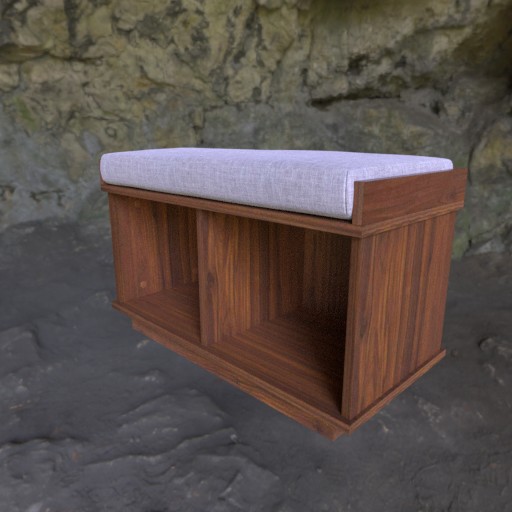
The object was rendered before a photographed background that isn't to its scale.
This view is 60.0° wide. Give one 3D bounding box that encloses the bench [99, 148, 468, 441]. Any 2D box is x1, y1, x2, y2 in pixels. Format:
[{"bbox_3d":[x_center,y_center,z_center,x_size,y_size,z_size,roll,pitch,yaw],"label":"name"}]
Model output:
[{"bbox_3d":[0.000,0.000,0.989,0.734,0.461,0.362,15,21,43],"label":"bench"}]
